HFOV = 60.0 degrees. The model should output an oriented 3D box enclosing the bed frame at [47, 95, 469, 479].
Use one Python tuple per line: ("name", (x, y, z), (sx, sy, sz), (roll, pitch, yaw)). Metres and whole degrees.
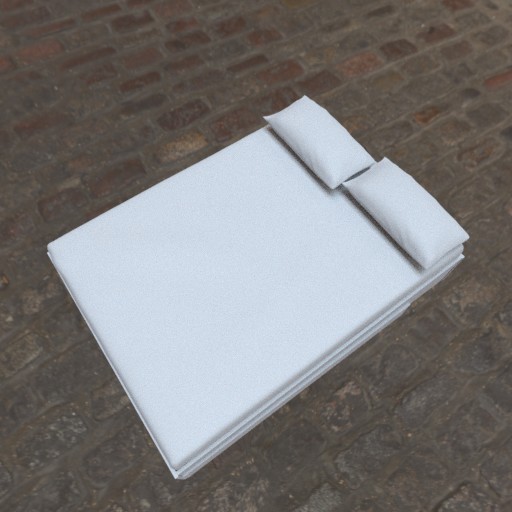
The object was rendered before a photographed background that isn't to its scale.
("bed frame", (0.000, 0.000, 2.569), (1.950, 0.629, 1.450), (-33, 67, -15))
